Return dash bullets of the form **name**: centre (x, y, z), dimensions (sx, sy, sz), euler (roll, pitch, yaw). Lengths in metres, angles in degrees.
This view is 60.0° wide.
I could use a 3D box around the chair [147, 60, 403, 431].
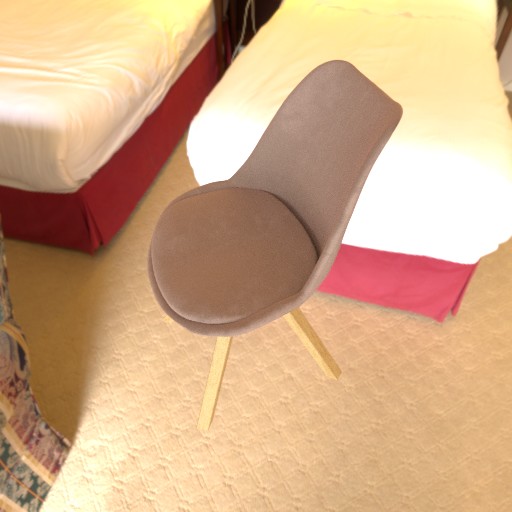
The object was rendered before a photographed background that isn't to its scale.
- **chair**: centre (0.000, 0.000, 1.150), dimensions (0.550, 0.850, 0.485), euler (-16, 49, -15)
